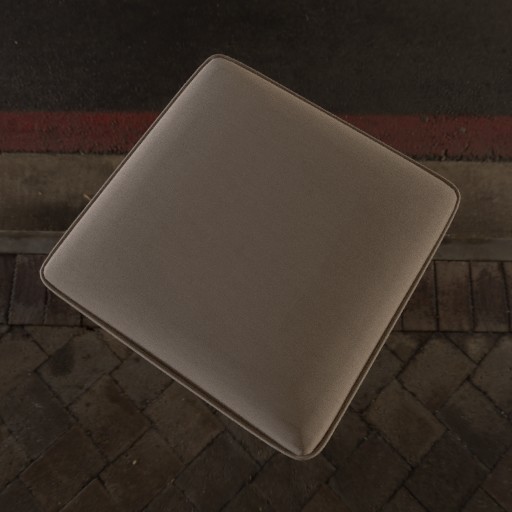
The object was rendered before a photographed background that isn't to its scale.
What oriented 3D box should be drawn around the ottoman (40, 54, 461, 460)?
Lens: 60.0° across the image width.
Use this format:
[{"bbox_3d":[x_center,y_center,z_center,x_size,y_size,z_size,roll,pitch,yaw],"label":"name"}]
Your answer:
[{"bbox_3d":[0.000,0.000,1.015,0.616,0.438,0.613,32,78,8],"label":"ottoman"}]
